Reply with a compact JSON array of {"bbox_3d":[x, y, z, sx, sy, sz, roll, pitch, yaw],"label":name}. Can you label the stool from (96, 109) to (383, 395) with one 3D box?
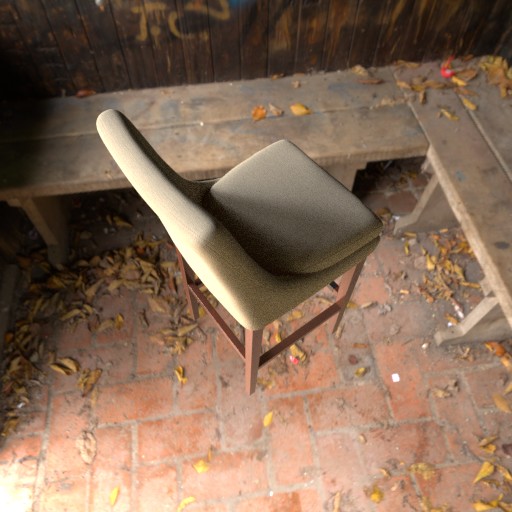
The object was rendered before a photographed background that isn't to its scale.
[{"bbox_3d":[0.000,0.000,1.366,0.577,1.078,0.470,-32,62,-19],"label":"stool"}]
